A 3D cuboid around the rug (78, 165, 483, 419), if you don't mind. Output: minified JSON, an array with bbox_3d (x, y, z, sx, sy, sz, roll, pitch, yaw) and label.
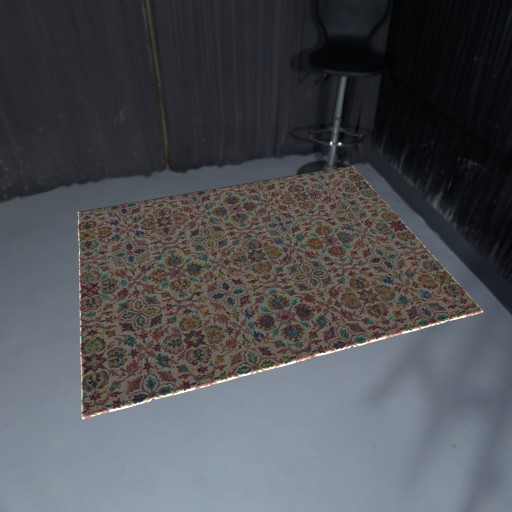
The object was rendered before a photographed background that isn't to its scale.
[{"bbox_3d":[0.000,0.000,4.204,3.215,0.020,2.446,-12,44,-13],"label":"rug"}]
